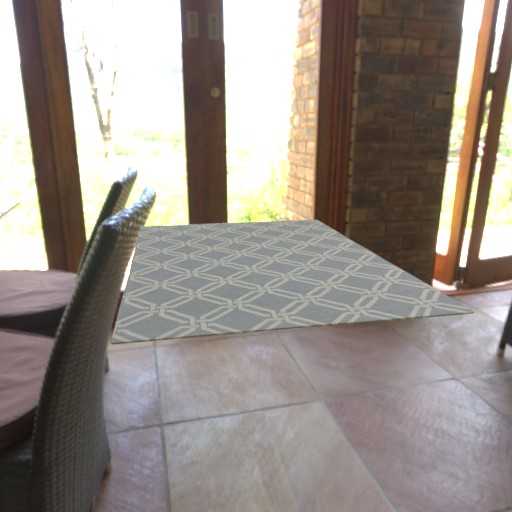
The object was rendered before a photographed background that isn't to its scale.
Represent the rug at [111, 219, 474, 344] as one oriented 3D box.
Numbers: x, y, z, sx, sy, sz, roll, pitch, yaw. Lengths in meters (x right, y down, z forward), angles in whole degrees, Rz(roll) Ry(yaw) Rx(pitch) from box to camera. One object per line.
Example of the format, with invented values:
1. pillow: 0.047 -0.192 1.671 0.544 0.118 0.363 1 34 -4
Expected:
1. rug: 0.000 0.000 2.791 1.522 0.013 2.133 -3 16 -11
